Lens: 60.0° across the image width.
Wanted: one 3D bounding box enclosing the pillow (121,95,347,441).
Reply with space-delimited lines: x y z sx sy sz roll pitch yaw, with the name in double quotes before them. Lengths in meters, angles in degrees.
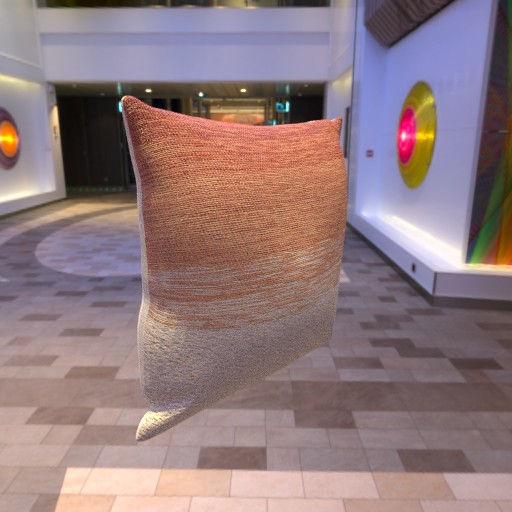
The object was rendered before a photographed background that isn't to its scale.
"pillow" 0.000 0.000 0.685 0.182 0.441 0.440 14 20 43
